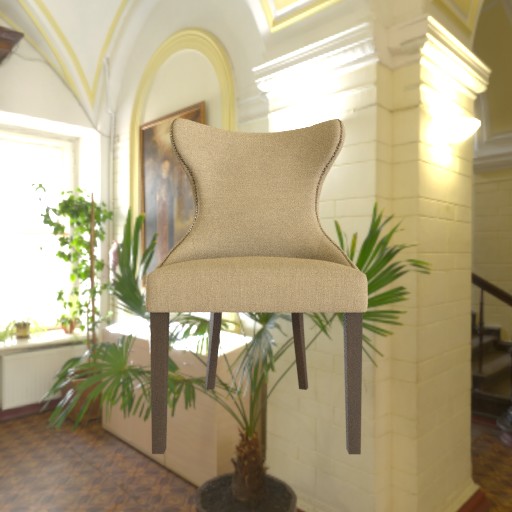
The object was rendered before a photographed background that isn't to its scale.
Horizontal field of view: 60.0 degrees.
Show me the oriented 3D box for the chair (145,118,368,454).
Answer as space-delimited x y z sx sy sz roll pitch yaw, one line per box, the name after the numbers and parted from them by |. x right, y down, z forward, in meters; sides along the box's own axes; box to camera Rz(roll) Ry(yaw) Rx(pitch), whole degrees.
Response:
0.000 0.000 1.388 0.628 0.967 0.635 0 0 0 | chair
